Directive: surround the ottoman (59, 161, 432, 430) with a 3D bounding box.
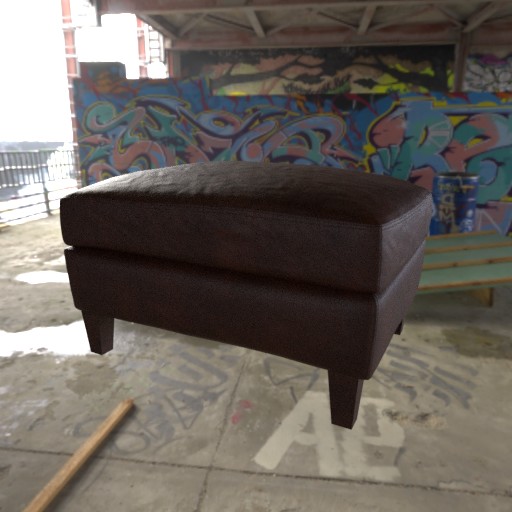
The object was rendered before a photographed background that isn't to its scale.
[{"bbox_3d":[0.000,0.000,1.274,0.887,0.527,0.659,8,16,27],"label":"ottoman"}]
